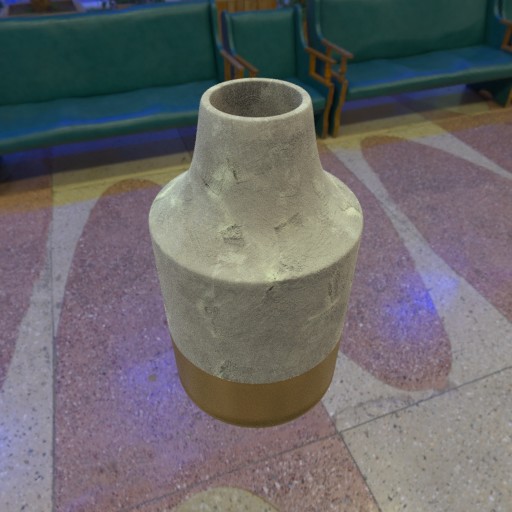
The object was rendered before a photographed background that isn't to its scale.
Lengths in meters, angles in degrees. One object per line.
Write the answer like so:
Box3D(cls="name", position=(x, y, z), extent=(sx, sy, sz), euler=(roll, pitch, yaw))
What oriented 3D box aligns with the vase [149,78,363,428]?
Box3D(cls="vase", position=(0.000, 0.000, 0.419), extent=(0.184, 0.305, 0.184), euler=(0, 41, 0))
